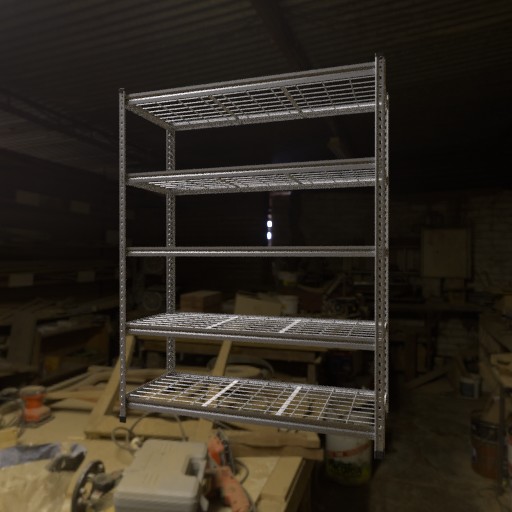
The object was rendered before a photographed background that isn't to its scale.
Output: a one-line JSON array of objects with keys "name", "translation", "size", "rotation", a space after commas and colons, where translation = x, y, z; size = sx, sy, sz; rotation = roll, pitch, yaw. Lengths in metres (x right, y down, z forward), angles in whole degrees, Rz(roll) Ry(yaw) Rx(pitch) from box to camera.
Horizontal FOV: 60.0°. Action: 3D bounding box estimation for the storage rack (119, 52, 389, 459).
[{"name": "storage rack", "translation": [0.000, 0.000, 2.684], "size": [1.524, 1.981, 0.610], "rotation": [0, 0, 18]}]
